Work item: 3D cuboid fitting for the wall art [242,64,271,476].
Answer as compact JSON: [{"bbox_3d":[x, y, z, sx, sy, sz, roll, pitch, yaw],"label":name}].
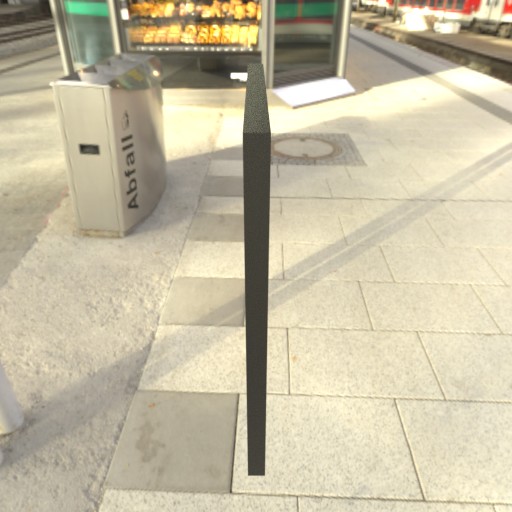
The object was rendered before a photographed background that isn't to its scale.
[{"bbox_3d":[0.000,0.000,0.771,0.028,0.557,0.457,0,31,0],"label":"wall art"}]
